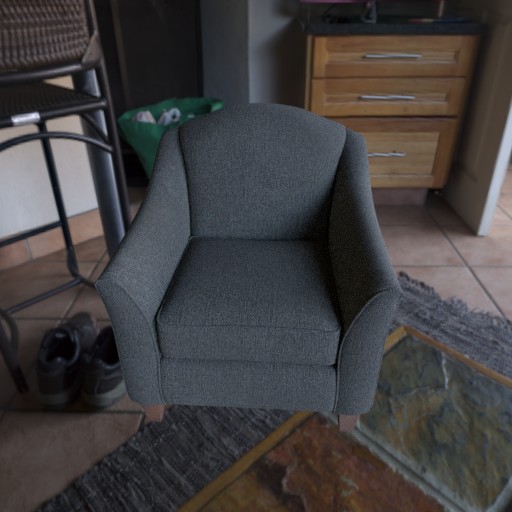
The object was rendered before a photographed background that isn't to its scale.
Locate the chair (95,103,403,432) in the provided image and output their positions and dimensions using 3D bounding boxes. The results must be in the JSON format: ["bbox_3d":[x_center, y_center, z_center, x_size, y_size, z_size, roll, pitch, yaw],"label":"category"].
[{"bbox_3d":[0.000,0.000,1.464,0.763,0.839,0.787,2,30,3],"label":"chair"}]
